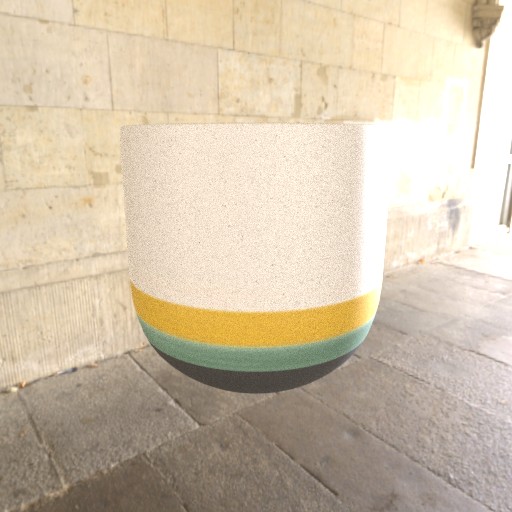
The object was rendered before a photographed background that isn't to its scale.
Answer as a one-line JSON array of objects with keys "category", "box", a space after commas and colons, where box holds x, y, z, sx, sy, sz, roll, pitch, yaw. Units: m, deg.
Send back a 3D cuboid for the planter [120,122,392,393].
[{"category": "planter", "box": [0.000, 0.000, 0.485, 0.268, 0.270, 0.268, 0, 15, 0]}]
